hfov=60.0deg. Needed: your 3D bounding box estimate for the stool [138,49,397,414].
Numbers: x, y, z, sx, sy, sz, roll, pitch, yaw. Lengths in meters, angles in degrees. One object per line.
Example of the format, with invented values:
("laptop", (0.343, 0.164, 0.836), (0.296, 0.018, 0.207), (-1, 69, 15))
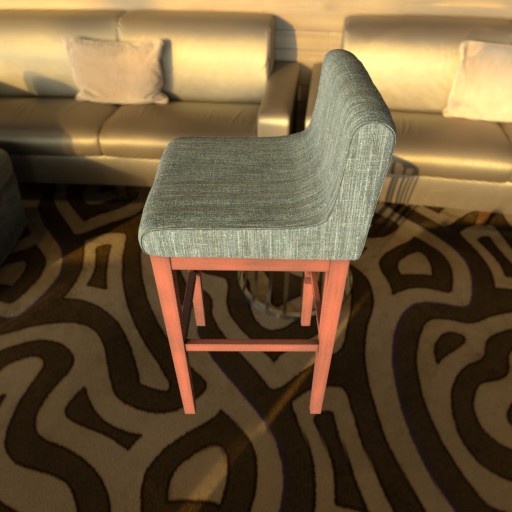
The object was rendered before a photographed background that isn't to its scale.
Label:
("stool", (0.000, 0.000, 1.210), (0.499, 0.965, 0.426), (0, 40, 0))
